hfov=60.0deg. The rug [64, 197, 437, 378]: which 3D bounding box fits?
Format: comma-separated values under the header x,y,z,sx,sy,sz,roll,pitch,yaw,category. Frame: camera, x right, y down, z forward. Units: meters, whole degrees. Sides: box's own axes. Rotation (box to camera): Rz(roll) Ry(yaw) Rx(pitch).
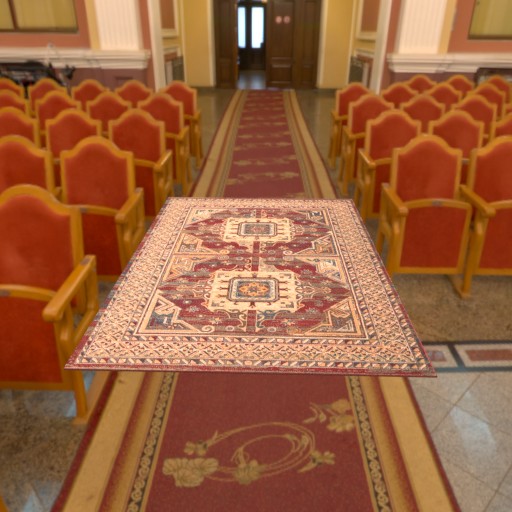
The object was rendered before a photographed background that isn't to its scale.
x,y,z,sx,sy,sz,roll,pitch,yaw,category
0.000,0.000,2.879,1.599,0.011,2.210,1,27,2,rug
